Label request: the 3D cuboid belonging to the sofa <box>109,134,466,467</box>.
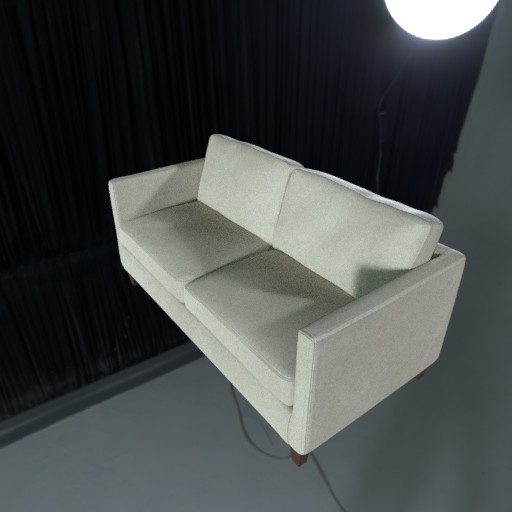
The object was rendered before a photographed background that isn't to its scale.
[{"bbox_3d":[0.000,0.000,2.434,0.950,0.940,1.846,-21,37,-31],"label":"sofa"}]
